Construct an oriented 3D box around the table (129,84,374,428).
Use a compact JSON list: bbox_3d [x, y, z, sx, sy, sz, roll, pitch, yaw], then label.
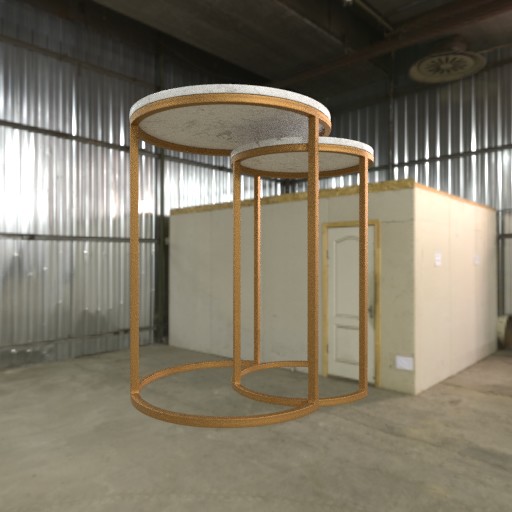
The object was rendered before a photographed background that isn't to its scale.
[{"bbox_3d":[0.000,0.000,0.925,0.507,0.550,0.400,0,0,-18],"label":"table"}]
